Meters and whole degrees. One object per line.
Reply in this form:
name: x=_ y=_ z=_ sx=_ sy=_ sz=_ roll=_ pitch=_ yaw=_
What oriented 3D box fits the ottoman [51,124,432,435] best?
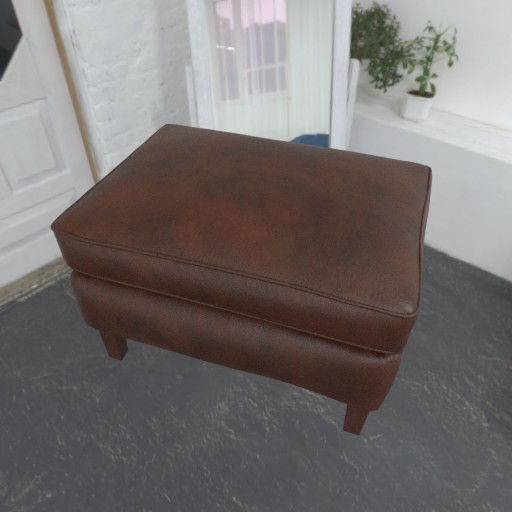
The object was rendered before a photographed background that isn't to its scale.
ottoman: x=0.000 y=0.000 z=0.983 sx=0.665 sy=0.432 sz=0.501 roll=13 pitch=43 yaw=14
